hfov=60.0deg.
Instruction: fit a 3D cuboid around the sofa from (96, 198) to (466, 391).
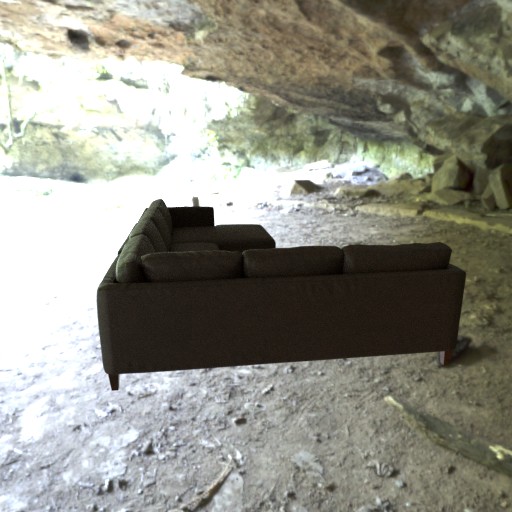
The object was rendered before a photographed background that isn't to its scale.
[{"bbox_3d":[0.000,0.000,4.677,2.593,0.923,3.460,-2,15,-8],"label":"sofa"}]
